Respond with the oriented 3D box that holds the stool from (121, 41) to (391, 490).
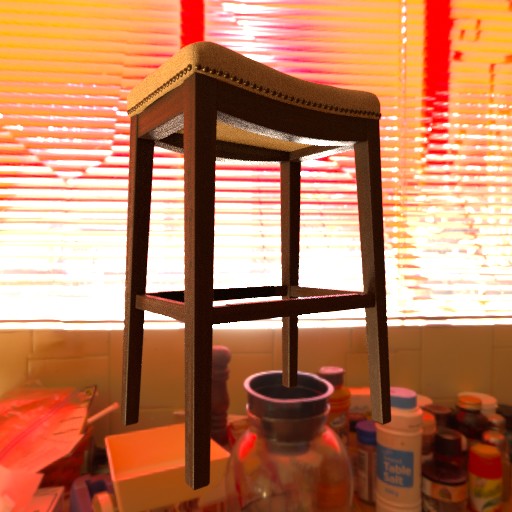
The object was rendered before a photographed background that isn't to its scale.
[{"bbox_3d":[0.000,0.000,1.017,0.509,0.768,0.363,0,1,-35],"label":"stool"}]
